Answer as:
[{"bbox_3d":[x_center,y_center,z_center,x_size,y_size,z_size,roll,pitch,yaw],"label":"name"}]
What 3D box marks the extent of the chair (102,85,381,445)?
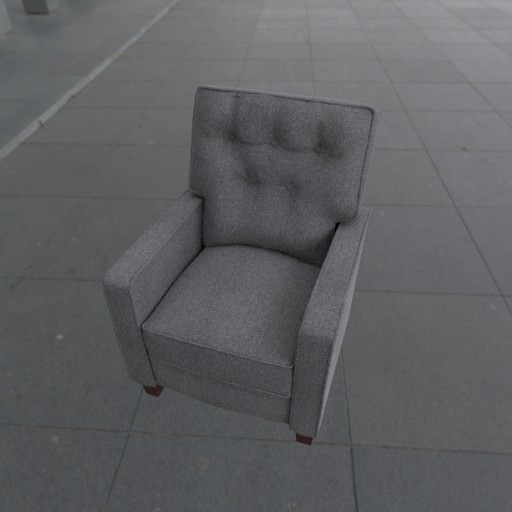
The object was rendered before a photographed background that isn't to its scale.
[{"bbox_3d":[0.000,0.000,1.437,0.650,0.889,0.775,12,40,15],"label":"chair"}]
